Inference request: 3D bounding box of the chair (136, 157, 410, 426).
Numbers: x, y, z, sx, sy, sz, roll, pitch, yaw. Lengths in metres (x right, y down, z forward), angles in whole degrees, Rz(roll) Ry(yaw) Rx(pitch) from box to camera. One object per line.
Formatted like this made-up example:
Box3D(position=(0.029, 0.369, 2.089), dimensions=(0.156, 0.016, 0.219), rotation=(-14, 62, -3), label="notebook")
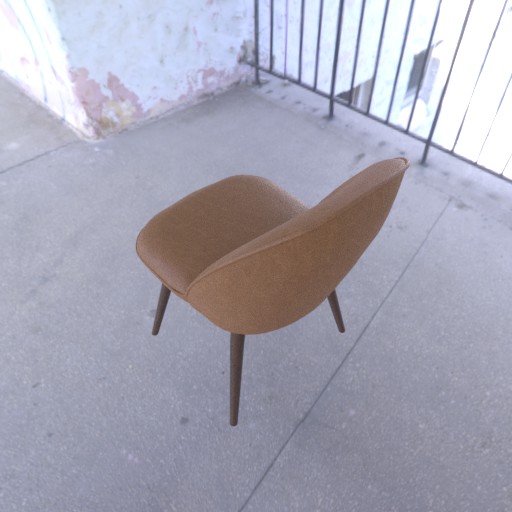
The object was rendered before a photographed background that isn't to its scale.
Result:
Box3D(position=(0.000, 0.000, 1.237), dimensions=(0.521, 0.831, 0.631), rotation=(-33, 55, -27), label="chair")
